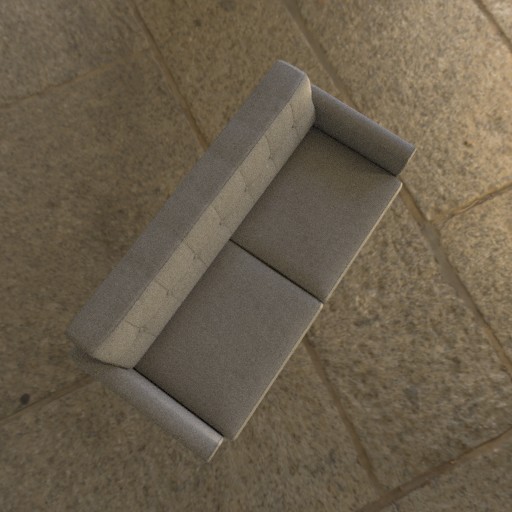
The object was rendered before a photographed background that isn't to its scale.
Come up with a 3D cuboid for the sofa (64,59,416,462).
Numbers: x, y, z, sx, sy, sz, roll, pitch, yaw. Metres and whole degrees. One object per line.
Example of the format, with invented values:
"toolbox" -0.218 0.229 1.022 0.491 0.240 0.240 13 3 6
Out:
"sofa" 0.000 0.000 2.566 0.968 0.873 2.055 34 79 8
